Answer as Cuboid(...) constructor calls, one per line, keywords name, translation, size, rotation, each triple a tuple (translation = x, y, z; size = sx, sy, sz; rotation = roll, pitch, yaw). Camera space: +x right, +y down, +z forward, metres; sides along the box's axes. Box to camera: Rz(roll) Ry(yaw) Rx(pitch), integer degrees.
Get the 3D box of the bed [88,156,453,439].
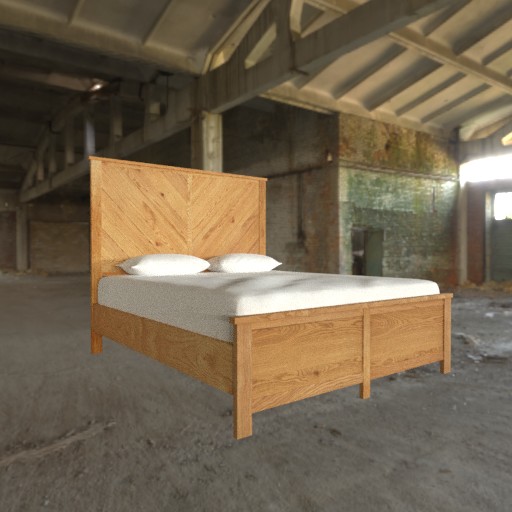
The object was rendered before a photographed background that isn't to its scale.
Cuboid(name="bed", translation=(0.000, 0.000, 3.514), size=(1.936, 1.686, 2.201), rotation=(-1, 1, -37))
